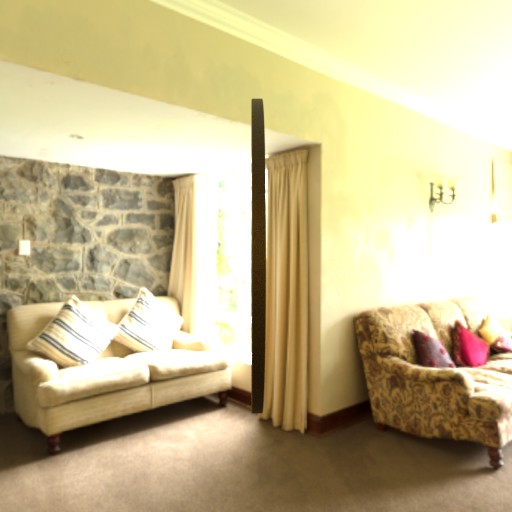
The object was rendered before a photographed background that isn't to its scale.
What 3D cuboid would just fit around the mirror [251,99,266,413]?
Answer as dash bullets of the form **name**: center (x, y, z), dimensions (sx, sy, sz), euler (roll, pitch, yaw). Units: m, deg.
- **mirror**: center (0.000, 0.000, 1.609), dimensions (0.036, 1.077, 1.077), euler (0, 0, -1)
